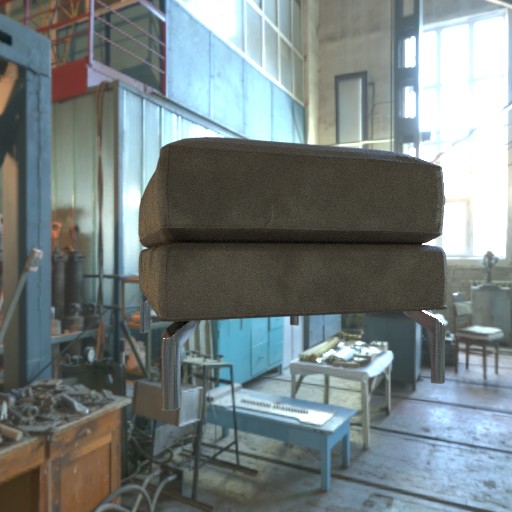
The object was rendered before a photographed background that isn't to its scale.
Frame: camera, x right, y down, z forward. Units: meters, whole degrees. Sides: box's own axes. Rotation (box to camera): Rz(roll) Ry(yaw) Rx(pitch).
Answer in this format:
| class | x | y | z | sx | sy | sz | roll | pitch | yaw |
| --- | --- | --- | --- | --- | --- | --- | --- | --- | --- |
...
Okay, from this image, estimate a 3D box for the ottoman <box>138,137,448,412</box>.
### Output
| class | x | y | z | sx | sy | sz | roll | pitch | yaw |
| --- | --- | --- | --- | --- | --- | --- | --- | --- | --- |
| ottoman | 0.000 | 0.000 | 1.060 | 0.520 | 0.456 | 0.719 | 0 | 0 | -17 |
